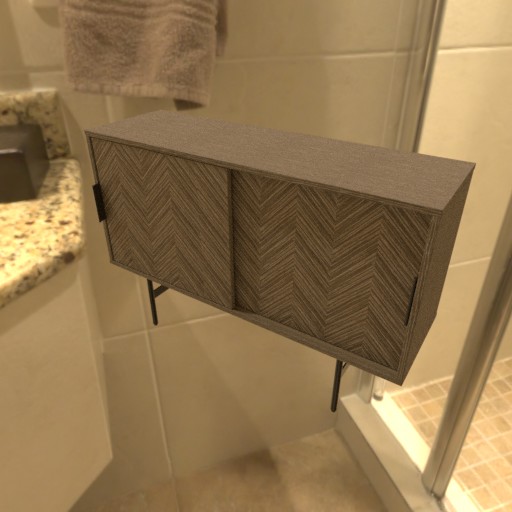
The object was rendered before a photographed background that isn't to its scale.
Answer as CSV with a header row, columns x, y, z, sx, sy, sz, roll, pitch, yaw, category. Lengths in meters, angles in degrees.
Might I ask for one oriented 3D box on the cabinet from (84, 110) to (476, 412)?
x,y,z,sx,sy,sz,roll,pitch,yaw,category
0.000,0.000,1.565,1.194,0.787,0.405,19,35,28,cabinet
